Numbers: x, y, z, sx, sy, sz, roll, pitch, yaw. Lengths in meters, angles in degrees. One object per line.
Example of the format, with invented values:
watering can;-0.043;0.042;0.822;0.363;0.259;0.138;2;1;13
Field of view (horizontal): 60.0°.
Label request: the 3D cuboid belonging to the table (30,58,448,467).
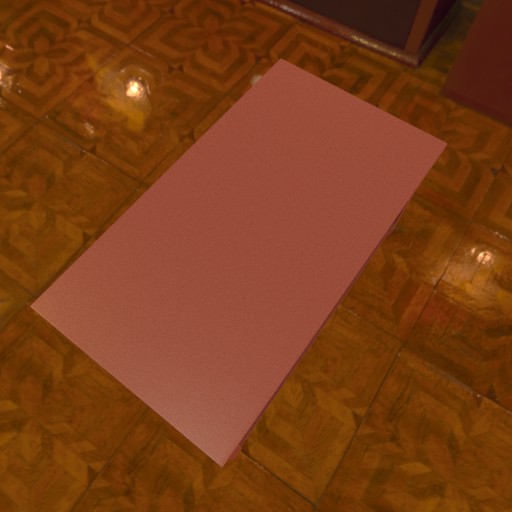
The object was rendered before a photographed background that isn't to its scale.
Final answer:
table;0.000;0.000;1.416;0.612;0.493;1.068;34;69;15
